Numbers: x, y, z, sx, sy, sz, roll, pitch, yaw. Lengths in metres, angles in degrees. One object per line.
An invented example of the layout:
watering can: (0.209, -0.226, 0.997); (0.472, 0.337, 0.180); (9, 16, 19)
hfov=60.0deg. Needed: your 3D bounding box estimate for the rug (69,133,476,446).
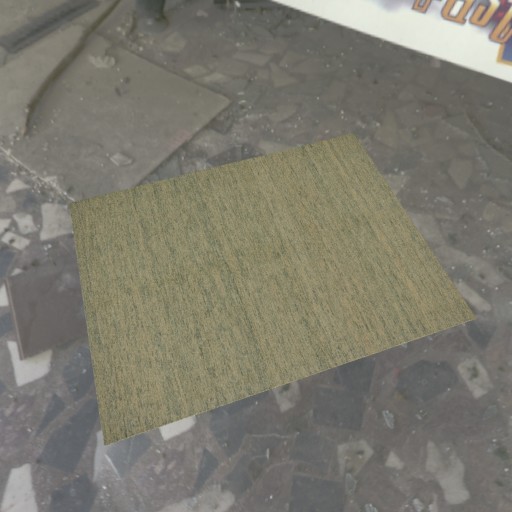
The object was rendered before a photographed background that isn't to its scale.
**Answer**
rug: (0.000, 0.000, 4.178); (3.201, 0.014, 2.437); (-16, 59, -10)
